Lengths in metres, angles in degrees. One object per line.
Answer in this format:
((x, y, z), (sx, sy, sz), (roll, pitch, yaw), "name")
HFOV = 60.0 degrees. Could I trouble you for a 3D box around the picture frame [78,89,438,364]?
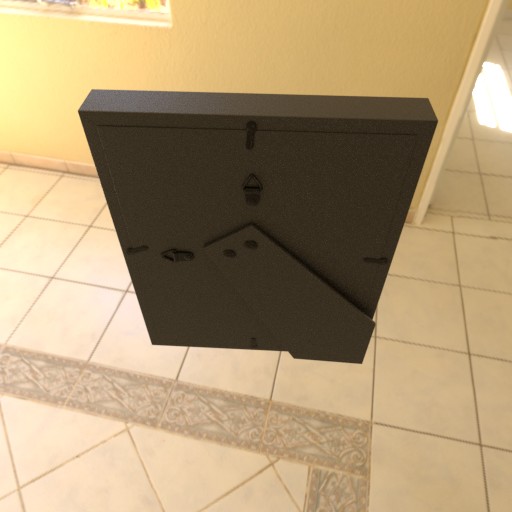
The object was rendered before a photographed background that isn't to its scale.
((0.000, 0.000, 0.395), (0.232, 0.284, 0.042), (2, 47, 2), "picture frame")
